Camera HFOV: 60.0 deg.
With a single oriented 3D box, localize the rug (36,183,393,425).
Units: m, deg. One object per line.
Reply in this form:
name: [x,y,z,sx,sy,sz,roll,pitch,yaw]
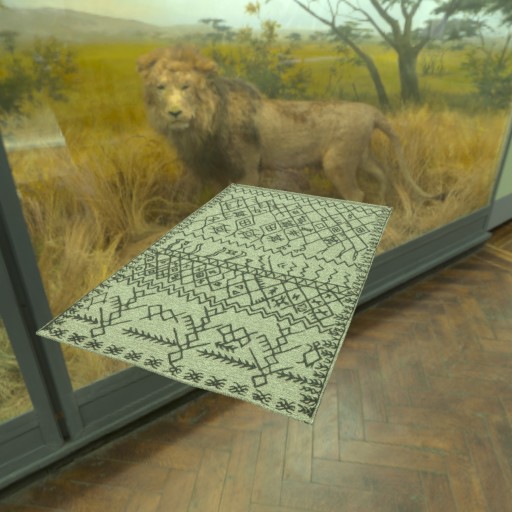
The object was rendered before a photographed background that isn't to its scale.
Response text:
rug: [0.000,0.000,4.823,2.393,0.019,3.824,12,32,20]
